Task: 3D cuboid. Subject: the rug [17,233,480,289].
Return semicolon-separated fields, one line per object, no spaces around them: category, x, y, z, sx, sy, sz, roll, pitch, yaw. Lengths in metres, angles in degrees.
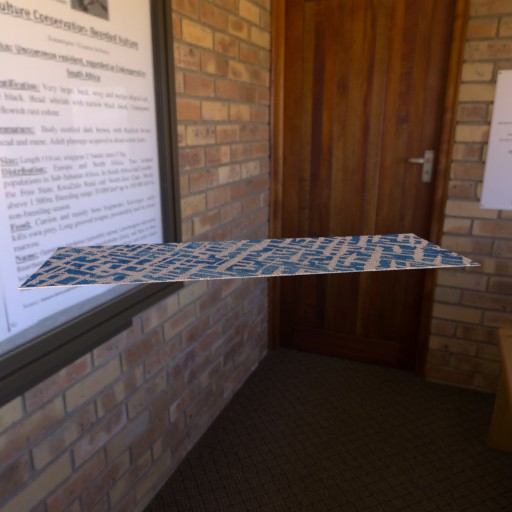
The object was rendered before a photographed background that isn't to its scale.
rug;0.000;0.000;2.676;2.446;0.011;0.768;-3;16;-9
